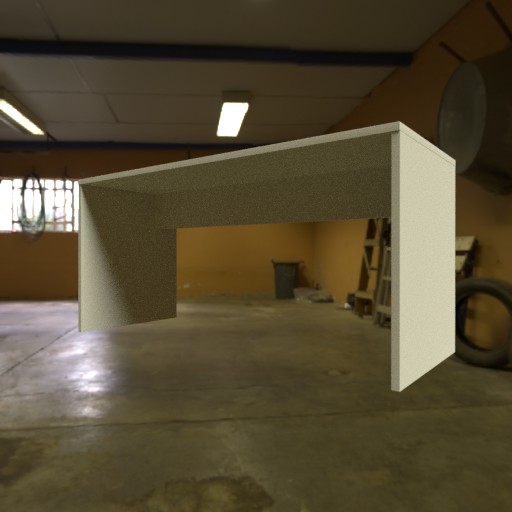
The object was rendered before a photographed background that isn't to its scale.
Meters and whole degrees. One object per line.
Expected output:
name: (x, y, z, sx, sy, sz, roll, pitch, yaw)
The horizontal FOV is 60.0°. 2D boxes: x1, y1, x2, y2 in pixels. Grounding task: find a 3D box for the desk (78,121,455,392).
desk: (0.000, 0.000, 2.029, 1.600, 0.750, 0.802, 0, 0, 37)
